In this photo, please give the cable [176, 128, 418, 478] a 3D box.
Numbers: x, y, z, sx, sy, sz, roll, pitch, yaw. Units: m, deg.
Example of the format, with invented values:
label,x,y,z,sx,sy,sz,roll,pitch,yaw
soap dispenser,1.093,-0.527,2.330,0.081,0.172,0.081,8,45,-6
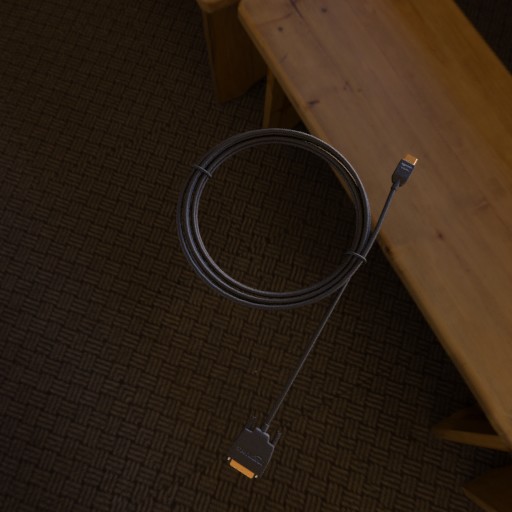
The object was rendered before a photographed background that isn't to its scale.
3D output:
label,x,y,z,sx,sy,sz,roll,pitch,yaw
cable,0.000,0.000,0.527,0.257,0.030,0.422,30,77,7
